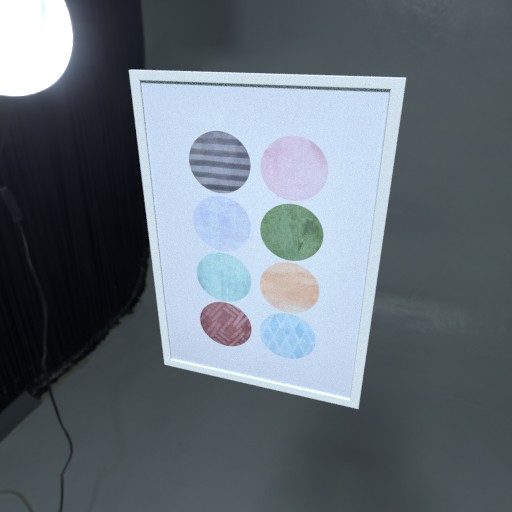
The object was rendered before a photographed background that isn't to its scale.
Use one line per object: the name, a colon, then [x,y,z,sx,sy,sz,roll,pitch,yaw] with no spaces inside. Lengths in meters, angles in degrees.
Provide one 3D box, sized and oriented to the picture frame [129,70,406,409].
picture frame: [0.000,0.000,1.230,0.659,0.940,0.013,8,28,16]
